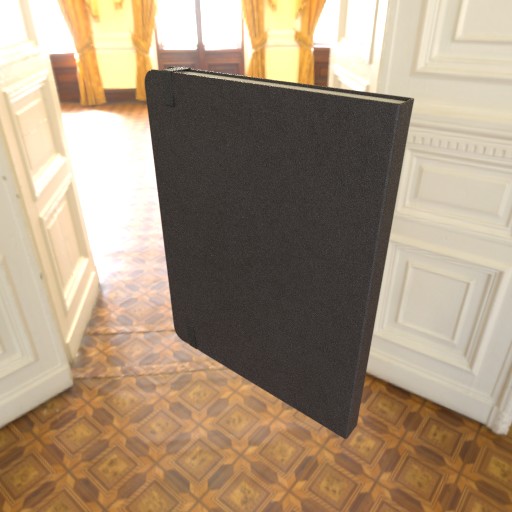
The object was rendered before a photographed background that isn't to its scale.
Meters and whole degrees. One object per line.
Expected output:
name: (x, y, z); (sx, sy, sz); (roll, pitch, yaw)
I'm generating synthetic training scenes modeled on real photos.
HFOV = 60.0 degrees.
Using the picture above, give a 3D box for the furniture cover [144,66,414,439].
furniture cover: (0.000, 0.000, 0.376); (0.216, 0.281, 0.023); (22, 37, 32)
